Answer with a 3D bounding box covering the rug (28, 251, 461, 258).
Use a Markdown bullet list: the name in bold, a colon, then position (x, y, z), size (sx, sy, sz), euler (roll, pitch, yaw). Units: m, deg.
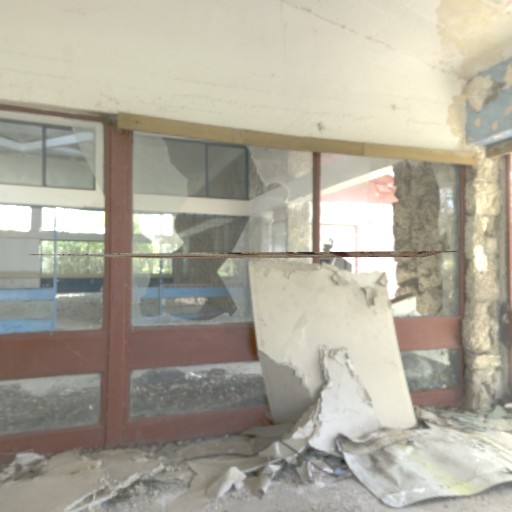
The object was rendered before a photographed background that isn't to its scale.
- **rug**: position (0.000, 0.000, 2.425), size (1.918, 0.007, 1.268), euler (0, -1, 17)
